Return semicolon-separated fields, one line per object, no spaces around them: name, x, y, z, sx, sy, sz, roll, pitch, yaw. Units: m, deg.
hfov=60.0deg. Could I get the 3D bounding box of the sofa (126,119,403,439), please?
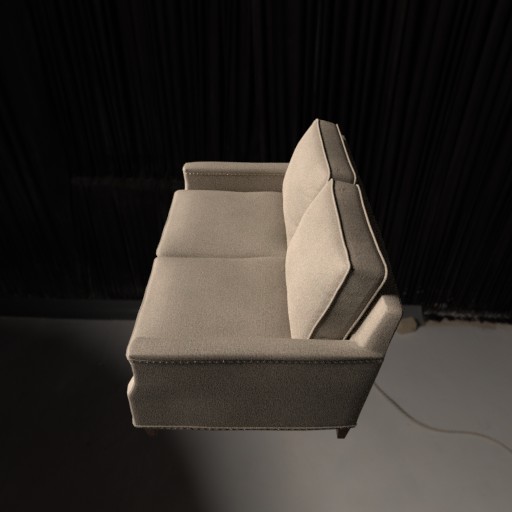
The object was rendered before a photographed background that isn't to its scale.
sofa;0.000;0.000;2.354;1.084;1.003;1.597;1;39;1
